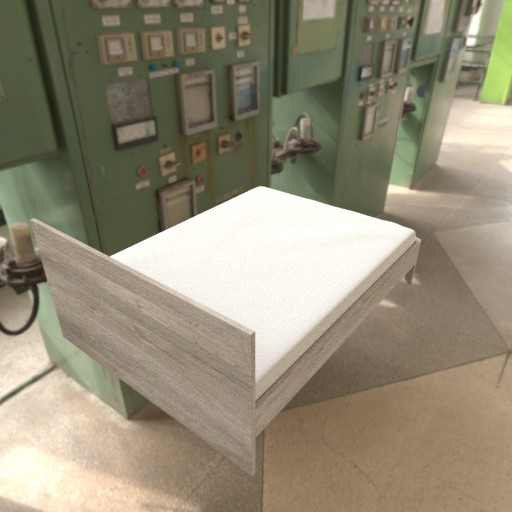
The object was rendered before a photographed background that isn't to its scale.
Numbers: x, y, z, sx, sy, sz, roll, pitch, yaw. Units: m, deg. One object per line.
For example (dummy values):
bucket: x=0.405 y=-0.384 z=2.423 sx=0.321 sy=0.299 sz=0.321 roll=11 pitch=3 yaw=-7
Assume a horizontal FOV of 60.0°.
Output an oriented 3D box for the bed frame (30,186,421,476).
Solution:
bed frame: x=0.000 y=0.000 z=2.797 sx=1.490 sy=0.800 sz=1.950 roll=22 pitch=37 yaw=32
